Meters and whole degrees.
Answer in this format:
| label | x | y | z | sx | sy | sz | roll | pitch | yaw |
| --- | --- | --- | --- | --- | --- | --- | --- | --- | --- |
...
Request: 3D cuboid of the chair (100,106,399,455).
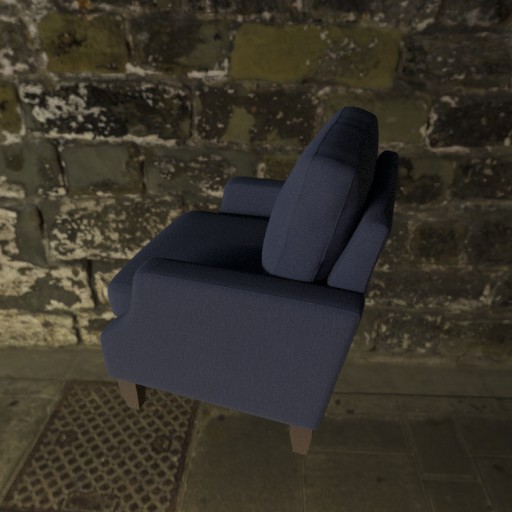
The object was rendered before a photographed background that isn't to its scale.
| label | x | y | z | sx | sy | sz | roll | pitch | yaw |
| --- | --- | --- | --- | --- | --- | --- | --- | --- | --- |
| chair | 0.000 | 0.000 | 1.625 | 0.897 | 0.991 | 0.855 | 9 | 31 | 15 |
